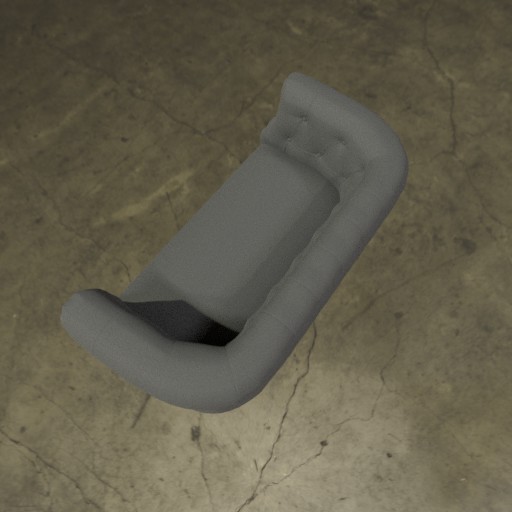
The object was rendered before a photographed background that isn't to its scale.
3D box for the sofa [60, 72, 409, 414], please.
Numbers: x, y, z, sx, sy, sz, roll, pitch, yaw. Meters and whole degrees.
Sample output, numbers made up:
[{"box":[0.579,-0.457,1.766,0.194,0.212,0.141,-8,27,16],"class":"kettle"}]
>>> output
[{"box":[0.000,0.000,2.072,0.835,0.827,1.558,33,68,16],"class":"sofa"}]
